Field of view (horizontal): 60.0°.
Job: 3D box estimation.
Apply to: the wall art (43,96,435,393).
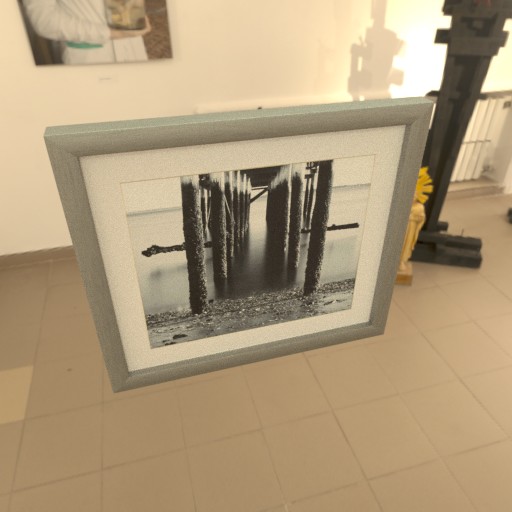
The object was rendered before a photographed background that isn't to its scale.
[{"bbox_3d":[0.000,0.000,0.519,0.380,0.330,0.028,-9,35,-13],"label":"wall art"}]
